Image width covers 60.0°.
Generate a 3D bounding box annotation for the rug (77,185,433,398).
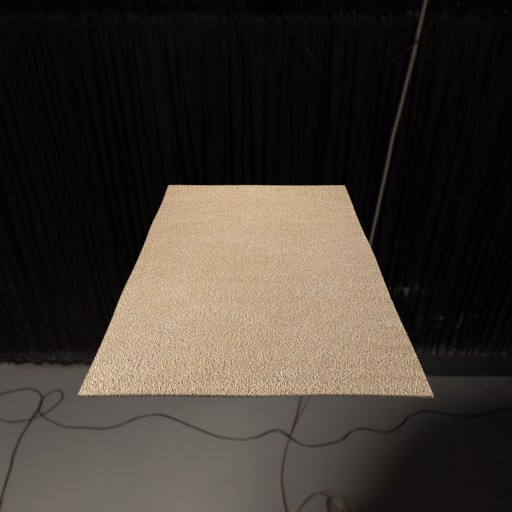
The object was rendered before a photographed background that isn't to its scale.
[{"bbox_3d":[0.000,0.000,3.387,1.800,0.025,2.699,0,32,0],"label":"rug"}]
